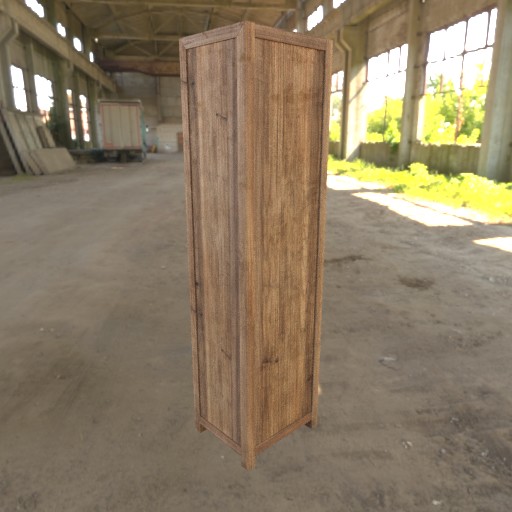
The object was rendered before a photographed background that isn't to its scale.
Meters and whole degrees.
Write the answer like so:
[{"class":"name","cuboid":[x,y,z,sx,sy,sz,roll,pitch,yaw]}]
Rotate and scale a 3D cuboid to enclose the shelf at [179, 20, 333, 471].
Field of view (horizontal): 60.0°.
[{"class":"shelf","cuboid":[0.000,0.000,2.127,0.500,1.900,0.428,-14,21,-41]}]
